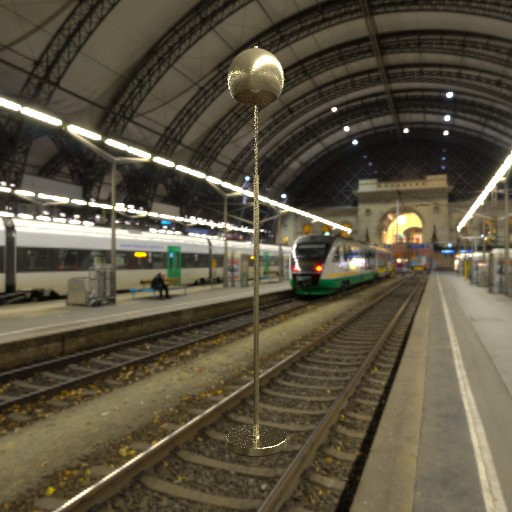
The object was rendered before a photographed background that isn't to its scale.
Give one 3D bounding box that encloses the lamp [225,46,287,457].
[{"bbox_3d":[0.000,0.000,1.721,0.250,1.526,0.431,0,-1,1],"label":"lamp"}]
